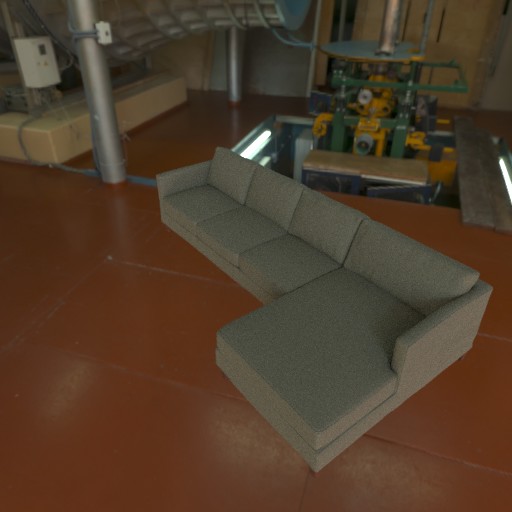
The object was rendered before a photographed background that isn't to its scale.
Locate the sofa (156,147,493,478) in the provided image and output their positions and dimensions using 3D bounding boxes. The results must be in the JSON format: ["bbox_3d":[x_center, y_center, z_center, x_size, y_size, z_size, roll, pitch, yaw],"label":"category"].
[{"bbox_3d":[0.000,0.000,3.759,1.625,0.861,3.186,-22,39,-31],"label":"sofa"}]
